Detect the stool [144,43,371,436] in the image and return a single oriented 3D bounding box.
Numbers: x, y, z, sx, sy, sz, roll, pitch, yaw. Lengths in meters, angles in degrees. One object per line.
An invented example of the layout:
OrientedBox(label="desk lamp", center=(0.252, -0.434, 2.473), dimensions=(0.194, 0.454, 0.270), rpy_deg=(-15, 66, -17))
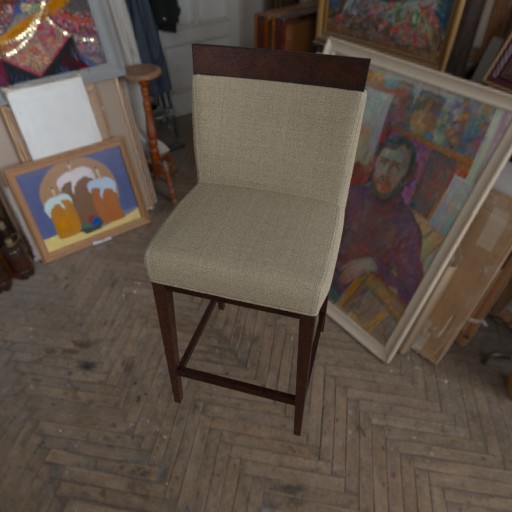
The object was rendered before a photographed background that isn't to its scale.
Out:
OrientedBox(label="stool", center=(0.000, 0.000, 1.279), dimensions=(0.463, 1.011, 0.480), rpy_deg=(11, 42, 12))
